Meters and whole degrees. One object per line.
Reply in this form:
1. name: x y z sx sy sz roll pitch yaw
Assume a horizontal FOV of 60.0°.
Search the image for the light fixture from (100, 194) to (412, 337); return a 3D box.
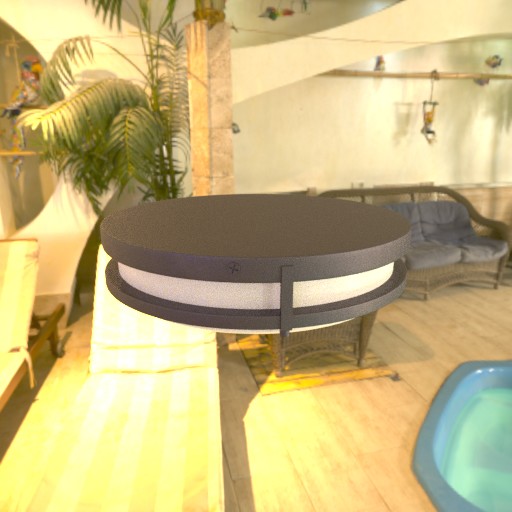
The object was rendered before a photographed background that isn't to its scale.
1. light fixture: 0.000 0.000 0.545 0.356 0.102 0.356 0 16 0
